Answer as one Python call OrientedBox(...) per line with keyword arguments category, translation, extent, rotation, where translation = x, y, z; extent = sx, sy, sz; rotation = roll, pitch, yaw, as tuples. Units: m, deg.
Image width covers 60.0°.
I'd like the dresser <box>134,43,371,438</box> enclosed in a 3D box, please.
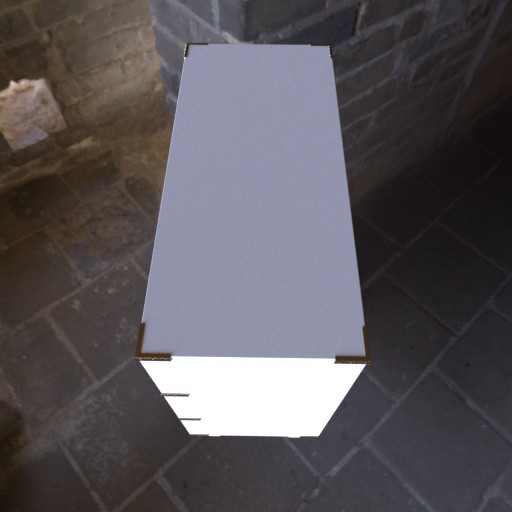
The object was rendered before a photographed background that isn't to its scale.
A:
OrientedBox(category="dresser", translation=(0.000, 0.000, 1.504), extent=(0.460, 0.891, 1.022), rotation=(1, 58, 0))
